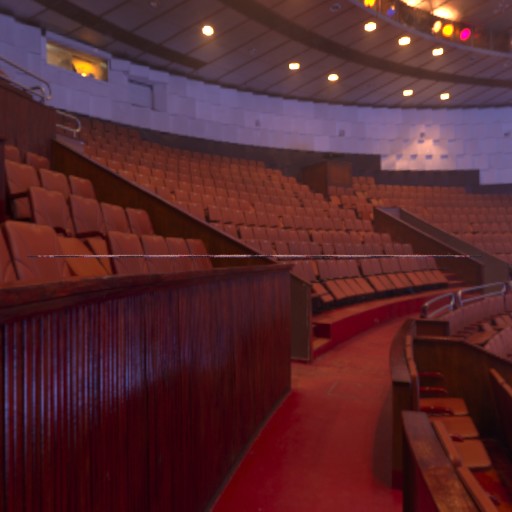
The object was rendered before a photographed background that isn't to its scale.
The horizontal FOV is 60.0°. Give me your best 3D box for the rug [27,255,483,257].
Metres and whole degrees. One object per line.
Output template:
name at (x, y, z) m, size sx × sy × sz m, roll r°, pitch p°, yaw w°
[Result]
rug at (0.000, 0.000, 2.745) m, size 2.440 × 0.009 × 0.760 m, roll 0°, pitch 0°, yaw -1°
